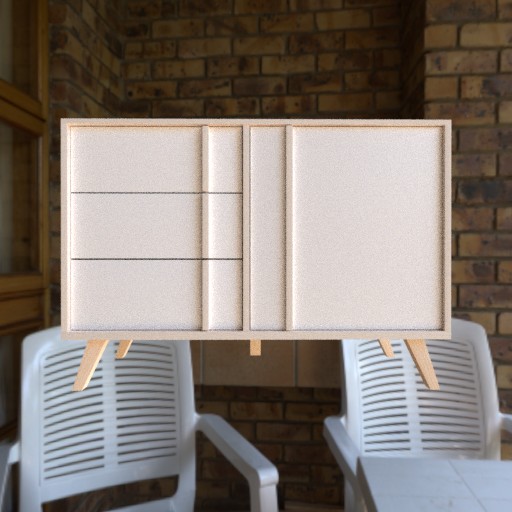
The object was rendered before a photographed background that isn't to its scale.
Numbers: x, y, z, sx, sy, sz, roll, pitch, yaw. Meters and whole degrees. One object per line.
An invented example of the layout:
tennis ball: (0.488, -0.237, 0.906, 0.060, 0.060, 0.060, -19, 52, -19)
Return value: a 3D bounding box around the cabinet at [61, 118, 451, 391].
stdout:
cabinet: (0.000, 0.000, 1.511, 1.110, 0.780, 0.500, 0, 0, -1)
